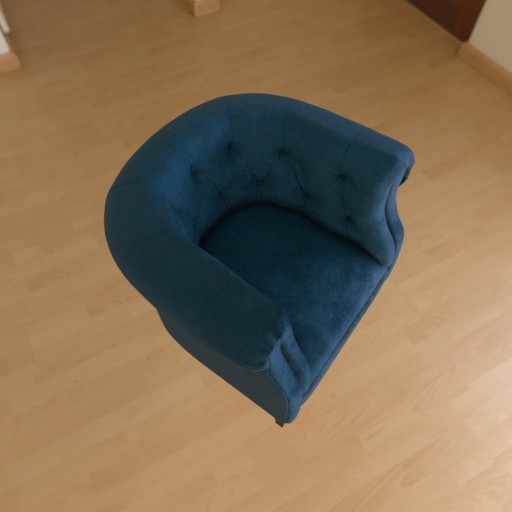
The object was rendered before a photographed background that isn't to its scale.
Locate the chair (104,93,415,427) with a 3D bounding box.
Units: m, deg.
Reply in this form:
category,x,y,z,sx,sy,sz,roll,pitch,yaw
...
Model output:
category,x,y,z,sx,sy,sz,roll,pitch,yaw
chair,0.000,0.000,1.631,0.851,0.826,0.904,32,63,18
